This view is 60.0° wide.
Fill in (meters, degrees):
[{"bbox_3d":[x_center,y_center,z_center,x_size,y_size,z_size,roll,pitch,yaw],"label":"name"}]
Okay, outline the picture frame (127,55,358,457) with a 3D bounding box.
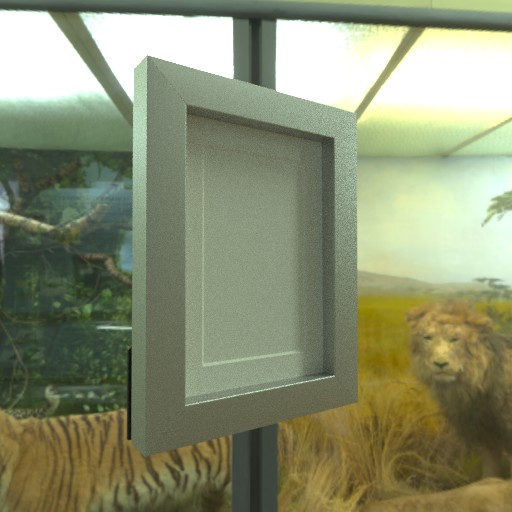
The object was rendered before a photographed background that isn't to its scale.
[{"bbox_3d":[0.000,0.000,0.285,0.157,0.208,0.028,1,-1,-35],"label":"picture frame"}]
